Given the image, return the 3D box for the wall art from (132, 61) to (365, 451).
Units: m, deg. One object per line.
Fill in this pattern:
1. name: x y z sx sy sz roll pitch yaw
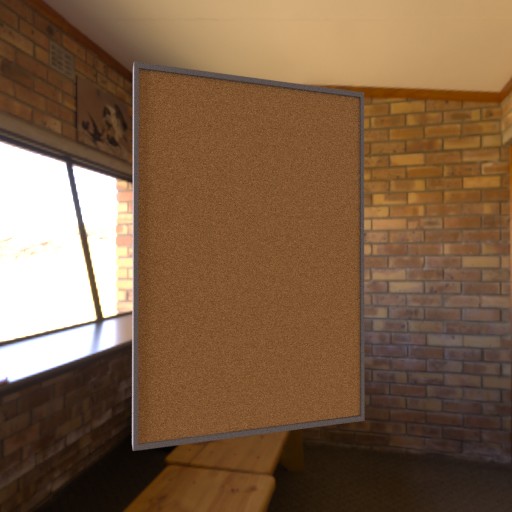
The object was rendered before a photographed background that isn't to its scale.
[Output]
1. wall art: 0.000 0.000 0.954 0.511 0.753 0.039 0 0 -18
